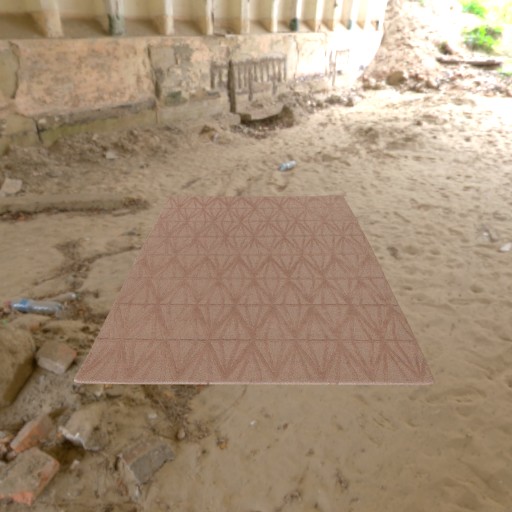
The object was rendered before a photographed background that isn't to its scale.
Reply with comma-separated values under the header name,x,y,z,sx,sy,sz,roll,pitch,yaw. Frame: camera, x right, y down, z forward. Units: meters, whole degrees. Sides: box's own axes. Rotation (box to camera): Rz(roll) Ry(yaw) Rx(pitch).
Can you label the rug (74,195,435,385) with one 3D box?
name,x,y,z,sx,sy,sz,roll,pitch,yaw
rug,0.000,0.000,2.296,1.230,0.025,1.837,0,27,0
